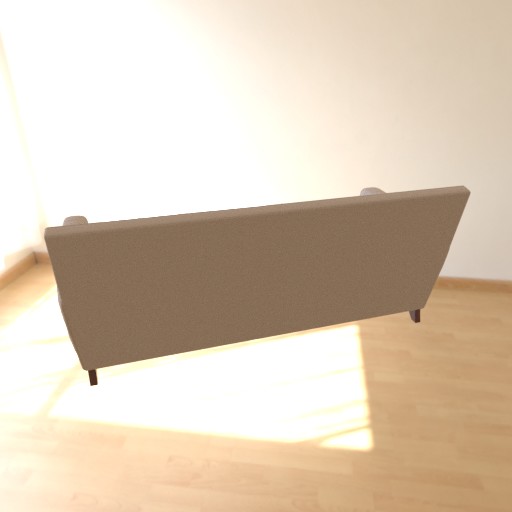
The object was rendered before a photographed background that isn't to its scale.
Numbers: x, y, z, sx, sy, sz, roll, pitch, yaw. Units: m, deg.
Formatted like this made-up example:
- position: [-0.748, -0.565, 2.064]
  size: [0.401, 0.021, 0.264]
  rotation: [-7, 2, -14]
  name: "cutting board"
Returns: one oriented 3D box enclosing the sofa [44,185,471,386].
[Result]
- position: [0.000, 0.000, 2.428]
  size: [2.000, 0.846, 0.875]
  rotation: [-8, 26, -16]
  name: "sofa"
